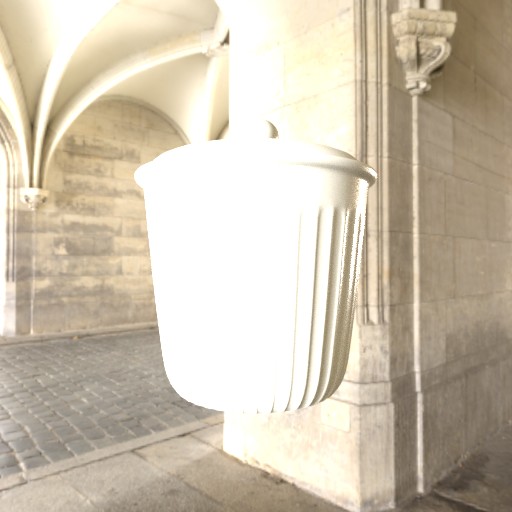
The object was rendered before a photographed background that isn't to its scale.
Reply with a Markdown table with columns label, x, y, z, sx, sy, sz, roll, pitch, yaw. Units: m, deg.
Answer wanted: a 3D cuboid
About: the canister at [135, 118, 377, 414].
| label | x | y | z | sx | sy | sz | roll | pitch | yaw |
| --- | --- | --- | --- | --- | --- | --- | --- | --- | --- |
| canister | 0.000 | 0.000 | 0.342 | 0.181 | 0.211 | 0.181 | 0 | -1 | 0 |
